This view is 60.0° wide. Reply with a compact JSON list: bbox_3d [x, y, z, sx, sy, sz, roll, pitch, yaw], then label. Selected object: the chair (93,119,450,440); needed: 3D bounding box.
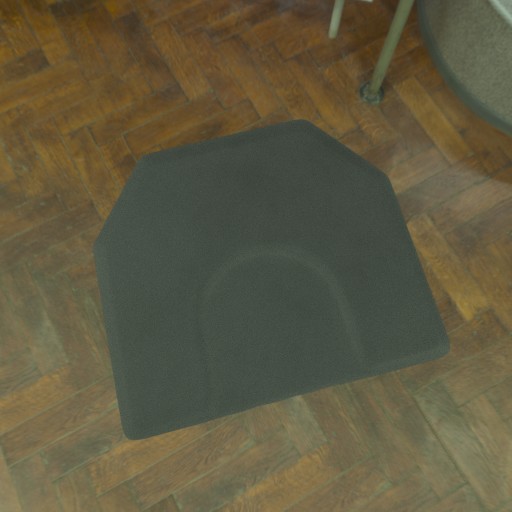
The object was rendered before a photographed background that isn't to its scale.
[{"bbox_3d":[0.000,0.000,1.930,1.372,0.024,1.219,-14,75,-4],"label":"chair"}]
